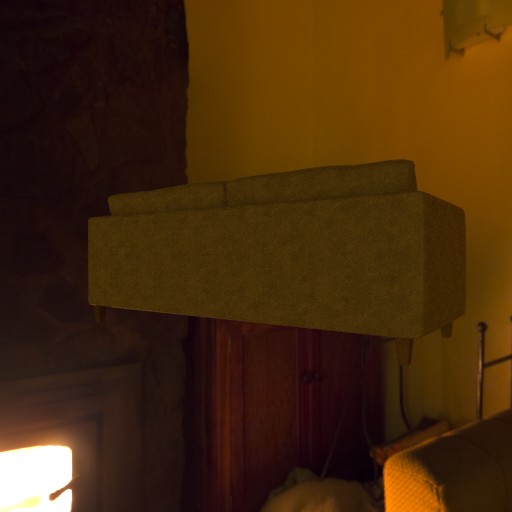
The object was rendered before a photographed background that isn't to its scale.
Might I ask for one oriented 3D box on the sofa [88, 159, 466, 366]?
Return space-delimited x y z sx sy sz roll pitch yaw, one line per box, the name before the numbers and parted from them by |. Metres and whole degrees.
sofa | 0.000 0.000 2.953 2.434 0.965 0.951 0 0 36
